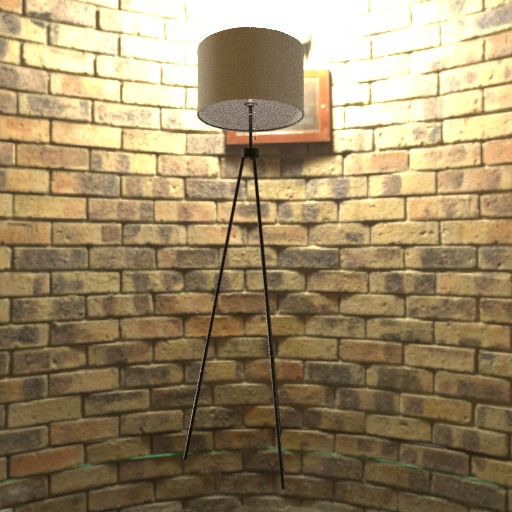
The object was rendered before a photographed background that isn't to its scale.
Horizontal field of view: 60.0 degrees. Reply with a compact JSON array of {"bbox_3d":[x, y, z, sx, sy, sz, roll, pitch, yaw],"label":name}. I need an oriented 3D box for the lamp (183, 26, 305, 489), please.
[{"bbox_3d":[0.000,0.000,1.677,0.448,1.545,0.458,0,0,-35],"label":"lamp"}]
